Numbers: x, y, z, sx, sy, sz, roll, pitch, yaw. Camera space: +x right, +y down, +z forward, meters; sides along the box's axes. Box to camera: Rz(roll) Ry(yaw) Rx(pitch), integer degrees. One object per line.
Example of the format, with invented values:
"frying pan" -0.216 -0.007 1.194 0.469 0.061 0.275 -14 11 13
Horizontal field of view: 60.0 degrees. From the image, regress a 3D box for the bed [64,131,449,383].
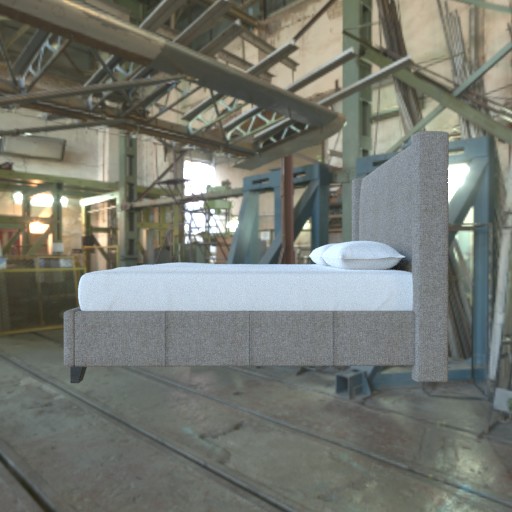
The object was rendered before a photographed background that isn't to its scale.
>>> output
"bed" 0.000 0.000 3.424 2.245 1.481 1.714 0 0 0
